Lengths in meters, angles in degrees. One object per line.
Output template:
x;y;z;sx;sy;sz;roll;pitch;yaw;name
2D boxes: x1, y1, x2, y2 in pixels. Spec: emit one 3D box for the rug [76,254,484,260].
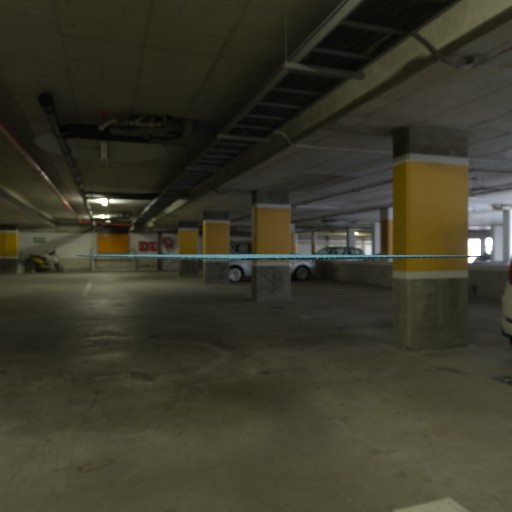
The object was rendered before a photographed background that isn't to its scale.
0.000;0.000;4.141;2.432;0.012;3.033;0;1;-37;rug
